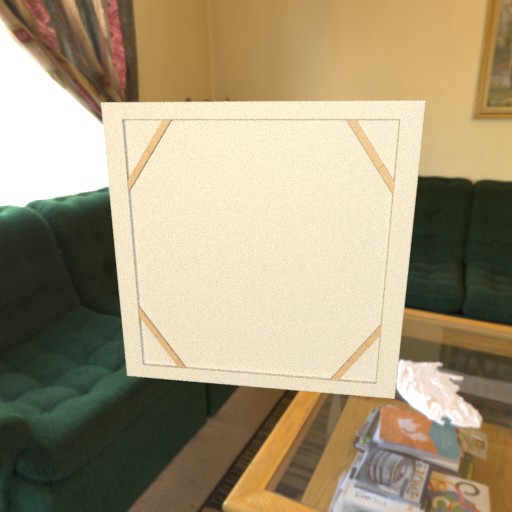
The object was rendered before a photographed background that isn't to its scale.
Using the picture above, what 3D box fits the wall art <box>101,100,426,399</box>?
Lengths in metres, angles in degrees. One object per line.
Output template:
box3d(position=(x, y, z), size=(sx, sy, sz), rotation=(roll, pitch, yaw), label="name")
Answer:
box3d(position=(0.000, 0.000, 1.657), size=(1.092, 1.091, 0.051), rotation=(2, 17, 8), label="wall art")
